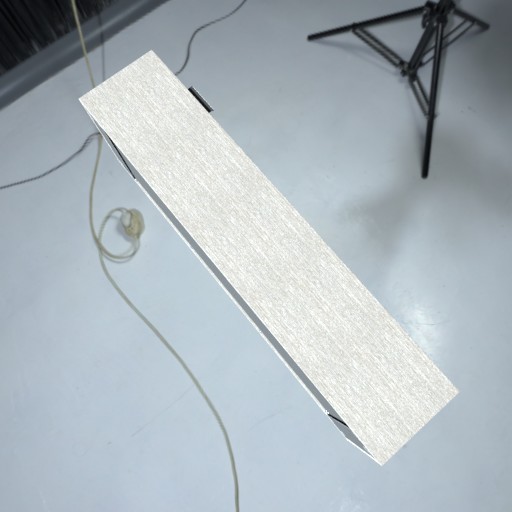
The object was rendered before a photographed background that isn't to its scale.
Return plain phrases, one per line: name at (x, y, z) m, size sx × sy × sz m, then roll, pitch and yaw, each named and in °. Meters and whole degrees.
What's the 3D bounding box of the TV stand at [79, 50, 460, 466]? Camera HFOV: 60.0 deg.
TV stand at (0.000, 0.000, 2.062) m, size 0.405 × 0.787 × 1.804 m, roll -39°, pitch 79°, yaw -9°
